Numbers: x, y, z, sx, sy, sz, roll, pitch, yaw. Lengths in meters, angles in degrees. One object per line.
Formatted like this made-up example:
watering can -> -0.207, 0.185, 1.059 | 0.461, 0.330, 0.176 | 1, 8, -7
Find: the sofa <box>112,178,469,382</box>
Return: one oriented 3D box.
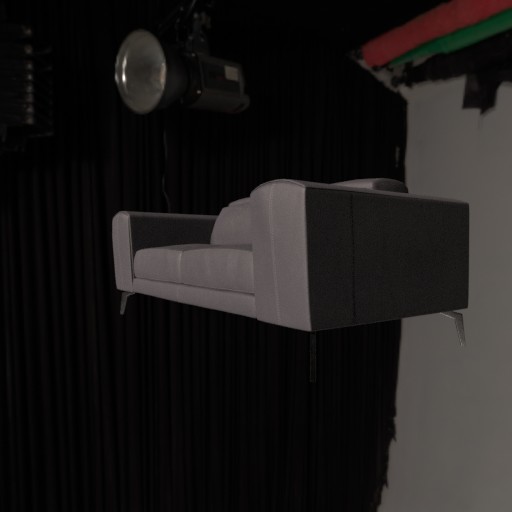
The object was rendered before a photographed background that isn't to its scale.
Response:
sofa -> 0.000, 0.000, 2.420 | 1.003, 0.779, 1.895 | -1, 1, -36
